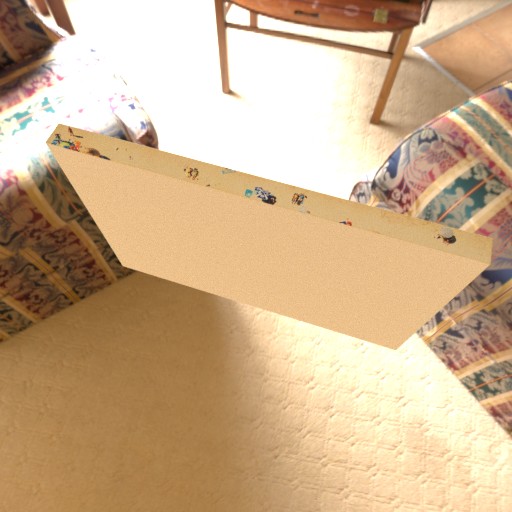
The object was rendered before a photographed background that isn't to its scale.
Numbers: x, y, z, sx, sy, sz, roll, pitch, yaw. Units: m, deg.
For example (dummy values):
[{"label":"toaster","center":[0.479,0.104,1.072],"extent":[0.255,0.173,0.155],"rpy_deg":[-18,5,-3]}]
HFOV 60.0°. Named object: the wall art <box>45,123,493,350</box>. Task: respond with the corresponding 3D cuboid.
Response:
[{"label":"wall art","center":[0.000,0.000,0.767],"extent":[0.609,0.406,0.039],"rpy_deg":[16,65,8]}]
